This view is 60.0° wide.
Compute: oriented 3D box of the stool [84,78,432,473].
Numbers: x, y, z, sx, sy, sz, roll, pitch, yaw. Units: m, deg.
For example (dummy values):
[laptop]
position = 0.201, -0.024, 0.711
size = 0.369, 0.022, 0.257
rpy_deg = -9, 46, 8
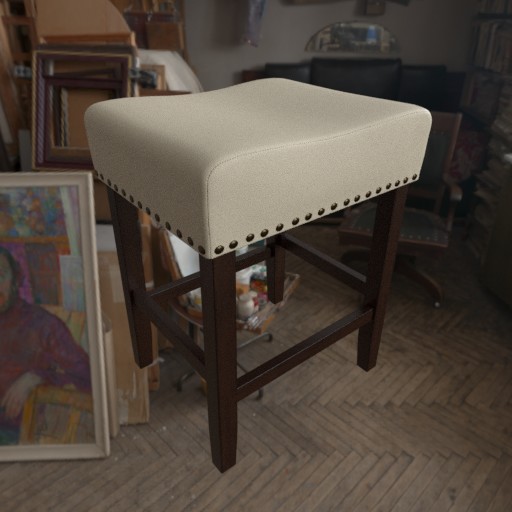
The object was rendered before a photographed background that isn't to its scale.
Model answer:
[stool]
position = 0.000, 0.000, 0.912
size = 0.471, 0.609, 0.401
rpy_deg = -22, 37, -32
